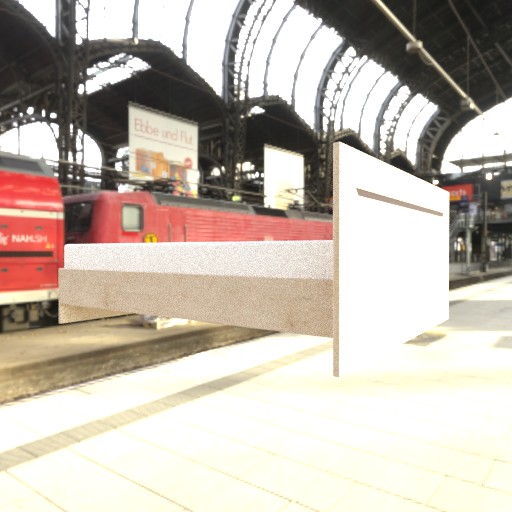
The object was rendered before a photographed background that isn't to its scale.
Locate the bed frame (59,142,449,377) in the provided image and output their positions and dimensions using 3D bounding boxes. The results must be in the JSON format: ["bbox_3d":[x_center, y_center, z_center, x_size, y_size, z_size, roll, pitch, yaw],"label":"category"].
[{"bbox_3d":[0.000,0.000,3.027,2.080,0.900,1.800,0,1,36],"label":"bed frame"}]
